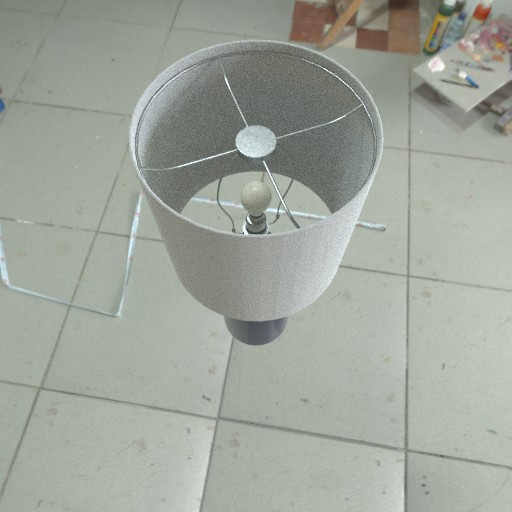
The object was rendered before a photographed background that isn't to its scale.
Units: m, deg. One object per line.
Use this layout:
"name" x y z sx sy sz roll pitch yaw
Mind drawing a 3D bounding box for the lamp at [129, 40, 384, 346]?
"lamp" 0.000 0.000 0.591 0.212 0.493 0.212 -18 65 -9
